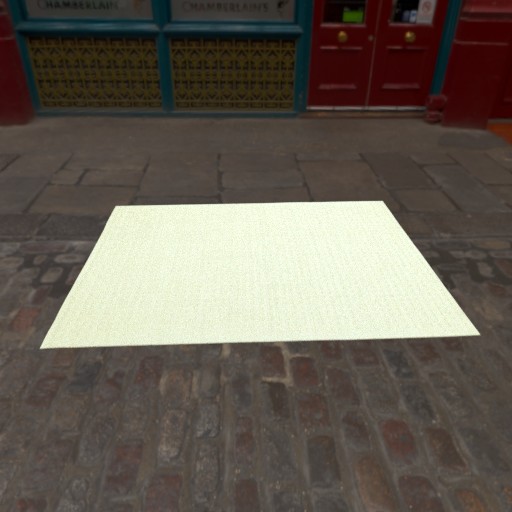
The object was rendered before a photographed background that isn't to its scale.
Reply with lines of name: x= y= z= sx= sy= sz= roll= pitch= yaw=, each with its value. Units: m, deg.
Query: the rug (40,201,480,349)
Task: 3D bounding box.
rug: x=0.000 y=0.000 z=4.253 sx=3.204 sy=0.016 sz=2.452 roll=-1 pitch=31 yaw=-2
